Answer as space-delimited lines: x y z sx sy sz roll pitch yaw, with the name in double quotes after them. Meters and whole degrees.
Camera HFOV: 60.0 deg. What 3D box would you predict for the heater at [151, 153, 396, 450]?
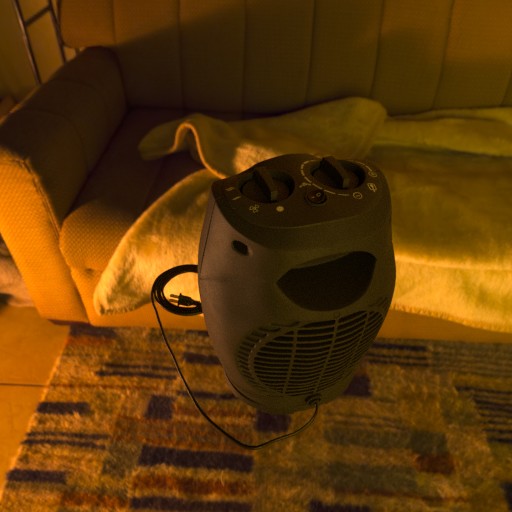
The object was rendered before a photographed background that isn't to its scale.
0.000 0.000 0.474 0.239 0.255 0.291 -11 43 -13 "heater"
